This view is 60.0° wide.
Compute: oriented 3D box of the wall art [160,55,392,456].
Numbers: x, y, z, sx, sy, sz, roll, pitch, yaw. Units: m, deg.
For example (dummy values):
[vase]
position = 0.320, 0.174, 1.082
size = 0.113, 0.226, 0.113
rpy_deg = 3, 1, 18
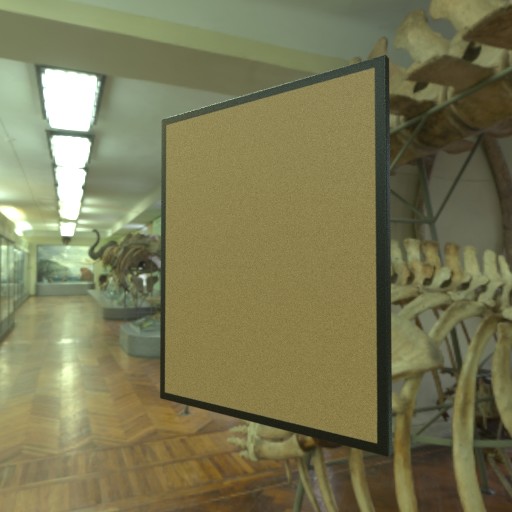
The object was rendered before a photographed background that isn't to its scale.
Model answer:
[wall art]
position = 0.000, 0.000, 0.788
size = 0.481, 0.582, 0.018
rpy_deg = -1, -2, 36
